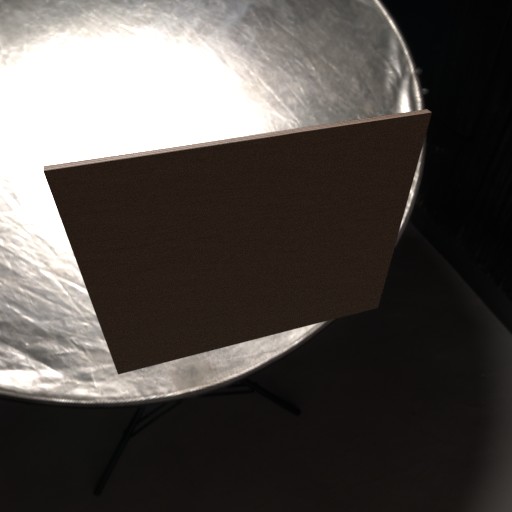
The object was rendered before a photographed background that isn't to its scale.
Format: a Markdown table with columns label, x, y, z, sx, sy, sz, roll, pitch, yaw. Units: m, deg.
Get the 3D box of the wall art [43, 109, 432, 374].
| label | x | y | z | sx | sy | sz | roll | pitch | yaw |
| --- | --- | --- | --- | --- | --- | --- | --- | --- | --- |
| wall art | 0.000 | 0.000 | 0.697 | 0.508 | 0.406 | 0.013 | -12 | 43 | -13 |
